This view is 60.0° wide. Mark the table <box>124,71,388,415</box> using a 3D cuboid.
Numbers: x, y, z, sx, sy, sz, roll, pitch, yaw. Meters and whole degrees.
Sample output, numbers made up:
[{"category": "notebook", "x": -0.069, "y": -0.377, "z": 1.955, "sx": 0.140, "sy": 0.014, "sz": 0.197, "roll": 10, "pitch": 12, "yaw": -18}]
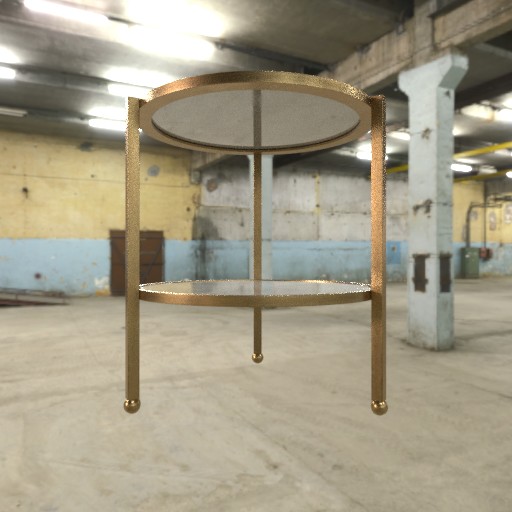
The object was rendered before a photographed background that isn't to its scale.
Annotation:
[{"category": "table", "x": 0.000, "y": 0.000, "z": 0.443, "sx": 0.231, "sy": 0.269, "sz": 0.243, "roll": 0, "pitch": 0, "yaw": 1}]
